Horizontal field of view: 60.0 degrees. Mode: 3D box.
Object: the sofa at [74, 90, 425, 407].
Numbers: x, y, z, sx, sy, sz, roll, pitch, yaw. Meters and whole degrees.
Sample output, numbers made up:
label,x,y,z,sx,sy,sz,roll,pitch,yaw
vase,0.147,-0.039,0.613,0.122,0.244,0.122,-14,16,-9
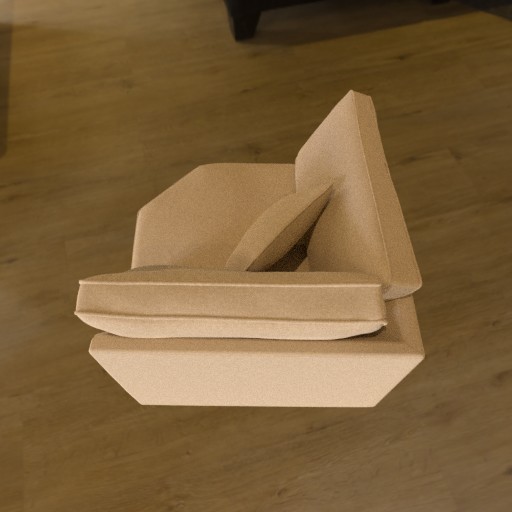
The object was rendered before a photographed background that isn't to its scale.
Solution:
label,x,y,z,sx,sy,sz,roll,pitch,yaw
sofa,0.000,0.000,1.849,1.042,0.937,1.050,0,59,0
